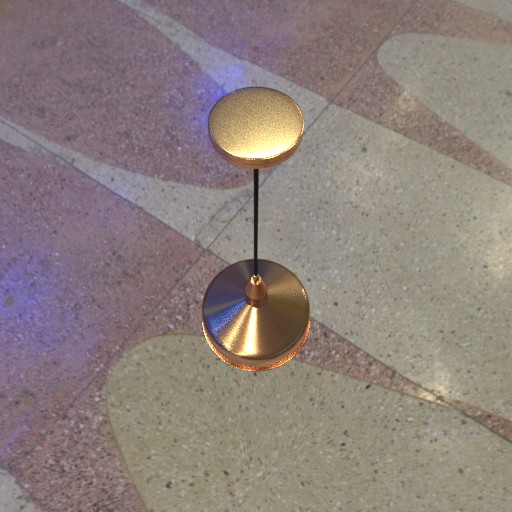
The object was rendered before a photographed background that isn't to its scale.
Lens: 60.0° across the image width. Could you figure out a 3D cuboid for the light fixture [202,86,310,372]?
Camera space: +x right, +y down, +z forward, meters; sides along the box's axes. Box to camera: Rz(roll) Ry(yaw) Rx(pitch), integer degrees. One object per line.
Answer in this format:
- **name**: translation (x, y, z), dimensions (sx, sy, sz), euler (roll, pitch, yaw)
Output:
- **light fixture**: translation (0.000, 0.000, 0.898), dimensions (0.301, 0.754, 0.301), euler (34, 68, 16)
